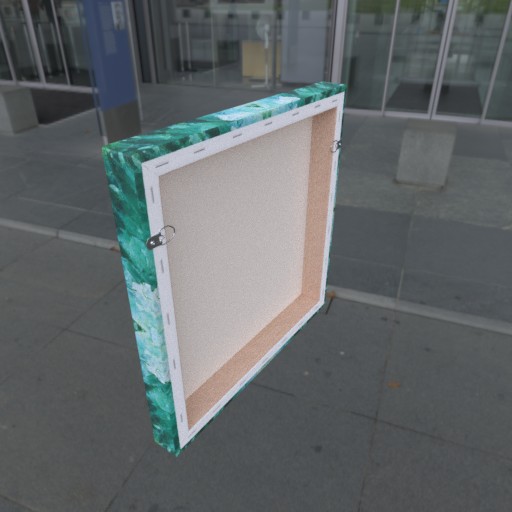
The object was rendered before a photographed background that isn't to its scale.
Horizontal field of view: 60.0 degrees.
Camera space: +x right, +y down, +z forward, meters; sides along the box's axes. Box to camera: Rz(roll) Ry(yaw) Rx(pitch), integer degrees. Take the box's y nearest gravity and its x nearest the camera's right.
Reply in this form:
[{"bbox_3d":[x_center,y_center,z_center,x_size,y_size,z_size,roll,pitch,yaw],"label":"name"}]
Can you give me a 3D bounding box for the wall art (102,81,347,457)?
[{"bbox_3d":[0.000,0.000,0.481,0.033,0.313,0.313,20,36,30],"label":"wall art"}]
